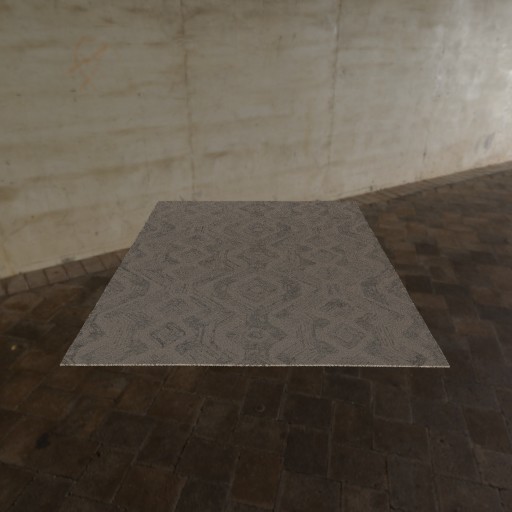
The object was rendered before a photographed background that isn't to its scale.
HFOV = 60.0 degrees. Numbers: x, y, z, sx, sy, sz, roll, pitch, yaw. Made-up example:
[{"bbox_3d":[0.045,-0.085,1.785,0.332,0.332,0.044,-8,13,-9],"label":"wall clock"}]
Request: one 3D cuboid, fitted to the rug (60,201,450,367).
[{"bbox_3d":[0.000,0.000,4.113,2.430,0.030,3.054,0,27,0],"label":"rug"}]
